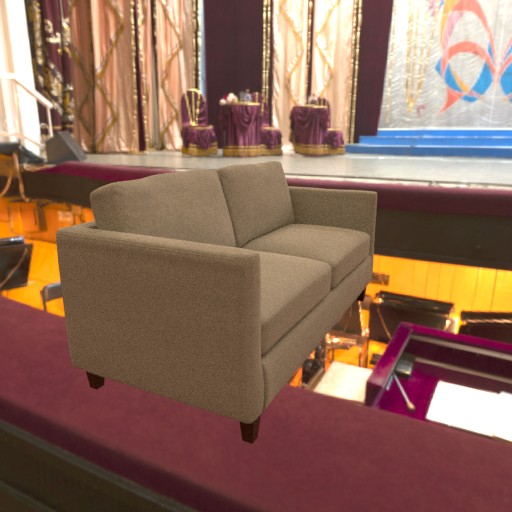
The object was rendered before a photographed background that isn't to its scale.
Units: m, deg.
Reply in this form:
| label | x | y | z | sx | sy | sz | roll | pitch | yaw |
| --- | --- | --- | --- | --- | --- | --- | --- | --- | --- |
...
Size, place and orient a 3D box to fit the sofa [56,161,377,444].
| label | x | y | z | sx | sy | sz | roll | pitch | yaw |
| --- | --- | --- | --- | --- | --- | --- | --- | --- | --- |
| sofa | 0.000 | 0.000 | 2.485 | 0.950 | 0.963 | 1.884 | 8 | 17 | 26 |
